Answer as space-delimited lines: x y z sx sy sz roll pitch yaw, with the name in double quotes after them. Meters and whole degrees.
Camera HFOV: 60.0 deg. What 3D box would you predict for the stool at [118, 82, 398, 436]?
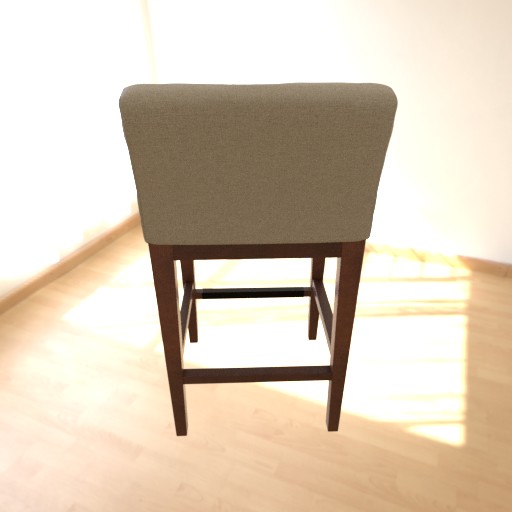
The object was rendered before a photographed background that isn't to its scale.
0.000 0.000 1.205 0.511 0.937 0.500 -1 29 -2 "stool"
